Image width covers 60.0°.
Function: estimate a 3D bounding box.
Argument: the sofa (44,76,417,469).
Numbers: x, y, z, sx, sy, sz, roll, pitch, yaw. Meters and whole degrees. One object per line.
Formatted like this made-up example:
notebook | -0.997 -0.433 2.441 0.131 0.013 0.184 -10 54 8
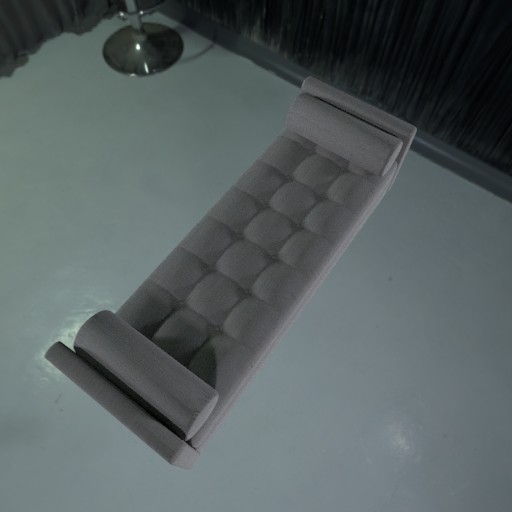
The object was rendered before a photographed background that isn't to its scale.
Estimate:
sofa | 0.000 0.000 2.309 0.686 0.635 1.981 32 67 16
